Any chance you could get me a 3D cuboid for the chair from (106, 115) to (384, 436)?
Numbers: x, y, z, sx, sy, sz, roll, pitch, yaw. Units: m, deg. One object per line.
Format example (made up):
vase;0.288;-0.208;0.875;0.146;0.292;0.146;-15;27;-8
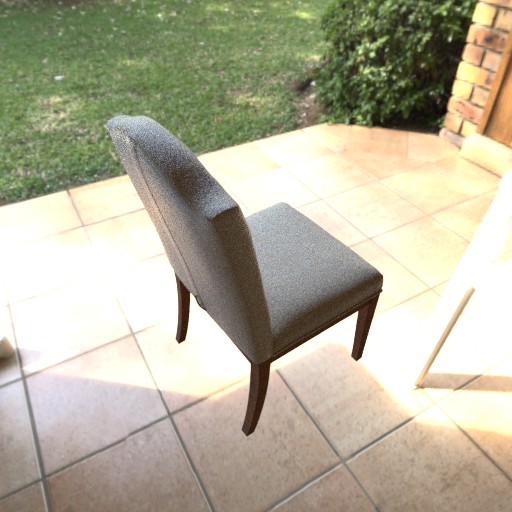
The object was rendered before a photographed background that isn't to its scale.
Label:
chair;0.000;0.000;1.386;0.648;1.012;0.534;-25;47;-26
